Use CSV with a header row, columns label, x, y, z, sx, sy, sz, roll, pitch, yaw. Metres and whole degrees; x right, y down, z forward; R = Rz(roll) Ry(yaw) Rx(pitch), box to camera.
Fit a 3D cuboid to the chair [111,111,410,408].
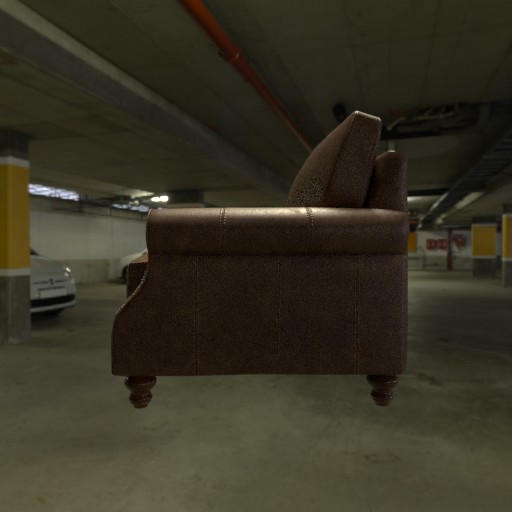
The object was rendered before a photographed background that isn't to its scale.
label,x,y,z,sx,sy,sz,roll,pitch,yaw
chair,0.000,0.000,1.812,1.002,0.976,0.996,0,1,-1
